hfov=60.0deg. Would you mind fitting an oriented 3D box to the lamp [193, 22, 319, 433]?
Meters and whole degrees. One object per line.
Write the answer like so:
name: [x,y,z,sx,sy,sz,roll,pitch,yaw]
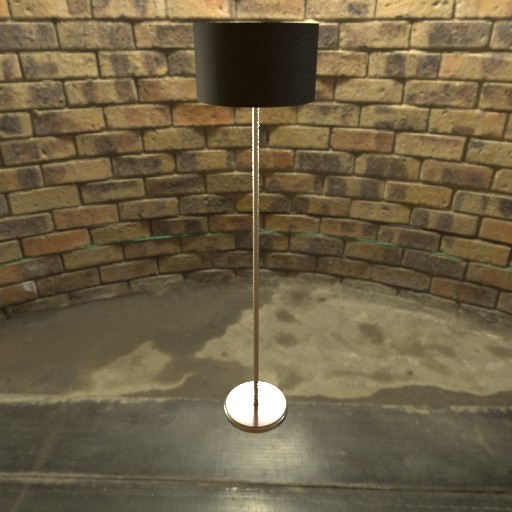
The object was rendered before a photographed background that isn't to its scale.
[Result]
lamp: [0.000,0.000,1.554,0.348,1.443,0.348,-18,32,-32]
